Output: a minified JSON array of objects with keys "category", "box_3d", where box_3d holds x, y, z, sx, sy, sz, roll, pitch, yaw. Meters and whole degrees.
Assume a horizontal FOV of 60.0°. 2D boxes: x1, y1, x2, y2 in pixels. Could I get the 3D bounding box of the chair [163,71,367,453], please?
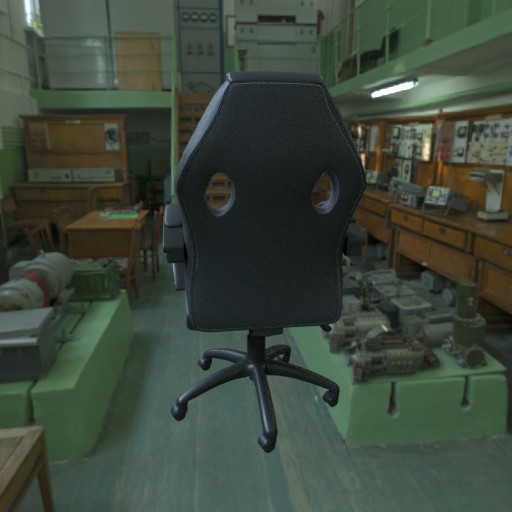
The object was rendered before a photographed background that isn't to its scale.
[{"category":"chair","box_3d":[0.000,0.000,1.646,0.673,1.187,0.724,-2,15,-8]}]
